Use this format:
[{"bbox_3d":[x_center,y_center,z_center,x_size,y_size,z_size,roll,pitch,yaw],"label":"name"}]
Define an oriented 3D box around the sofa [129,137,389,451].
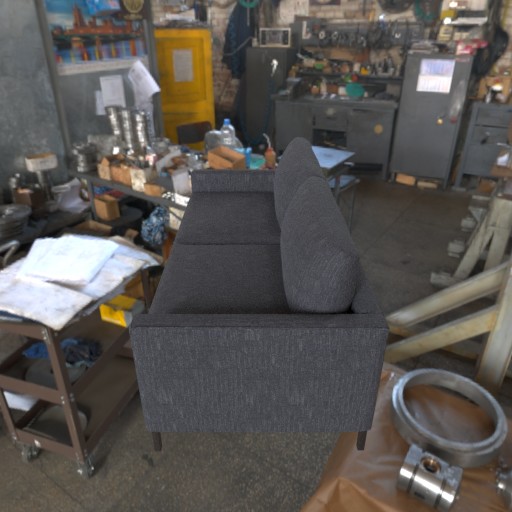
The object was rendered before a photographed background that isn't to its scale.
[{"bbox_3d":[0.000,0.000,2.252,0.866,0.862,1.716,0,28,0],"label":"sofa"}]
